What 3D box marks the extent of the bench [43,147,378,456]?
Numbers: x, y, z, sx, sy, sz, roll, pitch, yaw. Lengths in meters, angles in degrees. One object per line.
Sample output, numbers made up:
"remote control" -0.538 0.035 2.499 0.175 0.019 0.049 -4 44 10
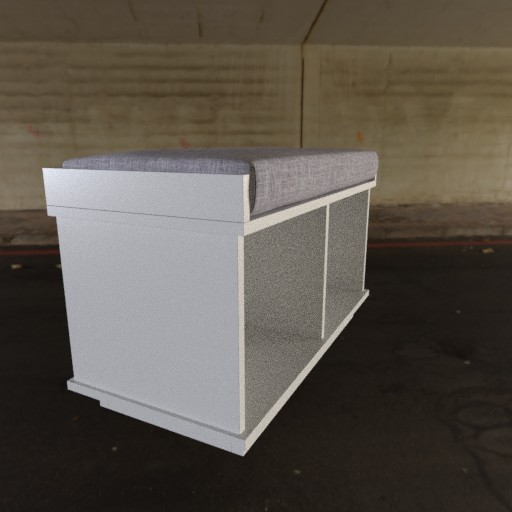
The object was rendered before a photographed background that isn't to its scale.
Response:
"bench" 0.000 0.000 0.966 0.362 0.461 0.734 7 16 26
